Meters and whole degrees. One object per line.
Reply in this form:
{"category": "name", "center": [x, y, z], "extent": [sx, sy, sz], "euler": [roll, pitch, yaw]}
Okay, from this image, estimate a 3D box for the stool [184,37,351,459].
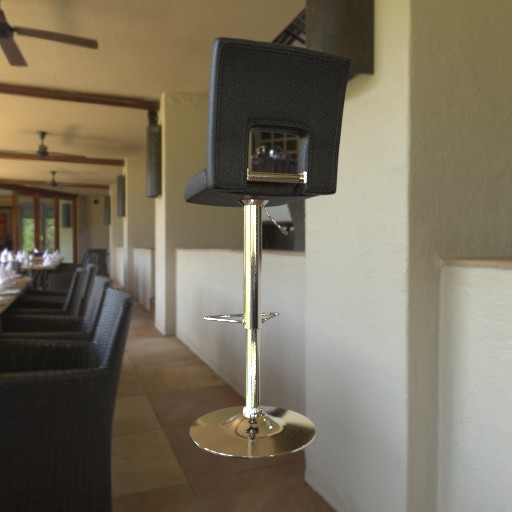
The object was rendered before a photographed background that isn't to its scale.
{"category": "stool", "center": [0.000, 0.000, 1.426], "extent": [0.415, 1.151, 0.520], "euler": [0, 1, -19]}
